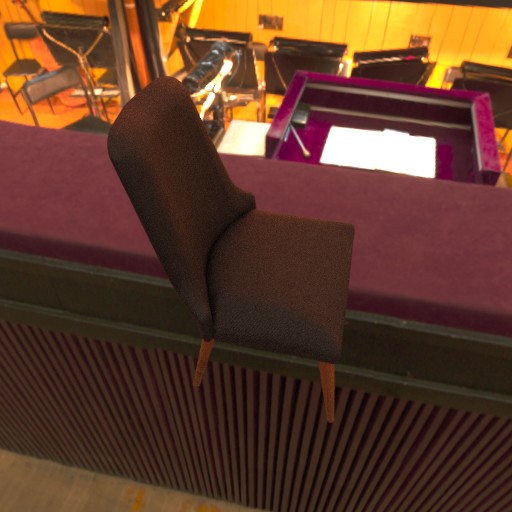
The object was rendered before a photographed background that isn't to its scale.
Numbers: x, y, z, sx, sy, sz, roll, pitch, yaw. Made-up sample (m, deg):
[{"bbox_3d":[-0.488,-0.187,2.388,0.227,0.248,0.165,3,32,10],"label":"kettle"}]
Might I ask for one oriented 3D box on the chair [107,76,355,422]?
[{"bbox_3d":[0.000,0.000,1.193,0.567,0.820,0.504,9,46,9],"label":"chair"}]
